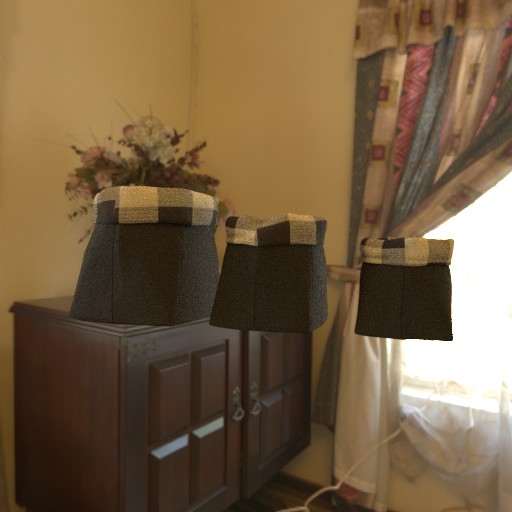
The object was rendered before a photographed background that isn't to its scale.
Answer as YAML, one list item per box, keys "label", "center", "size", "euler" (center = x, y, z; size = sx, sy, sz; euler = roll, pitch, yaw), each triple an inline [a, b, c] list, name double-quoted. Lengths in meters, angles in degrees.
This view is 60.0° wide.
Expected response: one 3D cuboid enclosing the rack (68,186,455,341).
- label: "rack"
  center: [0.000, 0.000, 1.096]
  size: [0.889, 0.329, 0.370]
  euler: [1, 2, 19]
